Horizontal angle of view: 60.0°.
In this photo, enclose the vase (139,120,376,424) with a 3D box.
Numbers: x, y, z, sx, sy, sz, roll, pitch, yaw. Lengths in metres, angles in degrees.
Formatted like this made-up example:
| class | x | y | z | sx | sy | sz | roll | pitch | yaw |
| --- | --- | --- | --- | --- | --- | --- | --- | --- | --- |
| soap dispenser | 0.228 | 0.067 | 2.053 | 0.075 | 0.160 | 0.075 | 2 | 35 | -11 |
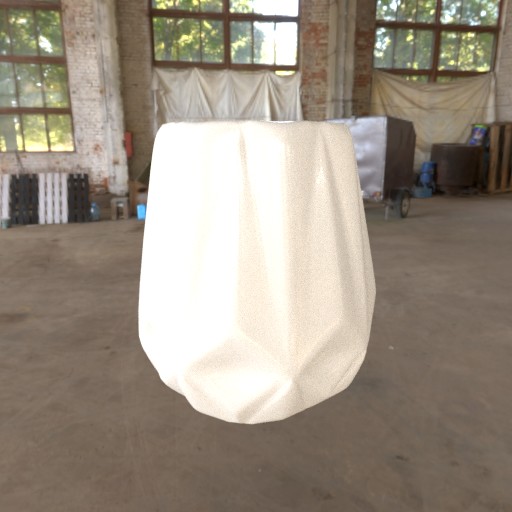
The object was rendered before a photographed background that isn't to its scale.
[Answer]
| class | x | y | z | sx | sy | sz | roll | pitch | yaw |
| --- | --- | --- | --- | --- | --- | --- | --- | --- | --- |
| vase | 0.000 | 0.000 | 0.264 | 0.141 | 0.152 | 0.141 | 0 | 15 | 0 |
